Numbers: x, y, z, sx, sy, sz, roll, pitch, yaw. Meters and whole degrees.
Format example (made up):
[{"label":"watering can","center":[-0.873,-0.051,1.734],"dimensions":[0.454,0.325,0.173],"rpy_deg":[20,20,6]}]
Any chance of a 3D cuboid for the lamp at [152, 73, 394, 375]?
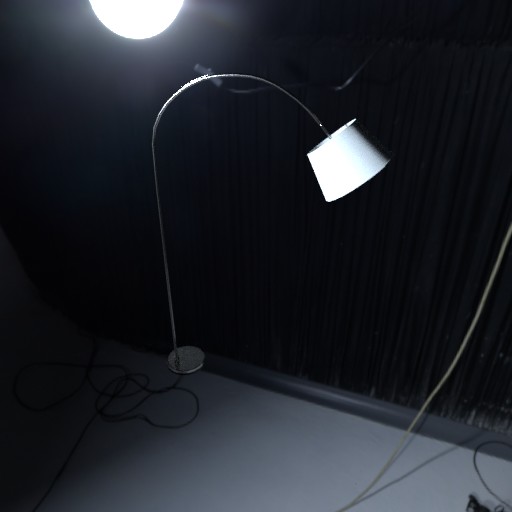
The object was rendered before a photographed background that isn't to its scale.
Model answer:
[{"label":"lamp","center":[0.000,0.000,2.739],"dimensions":[1.445,2.098,0.406],"rpy_deg":[10,31,17]}]
